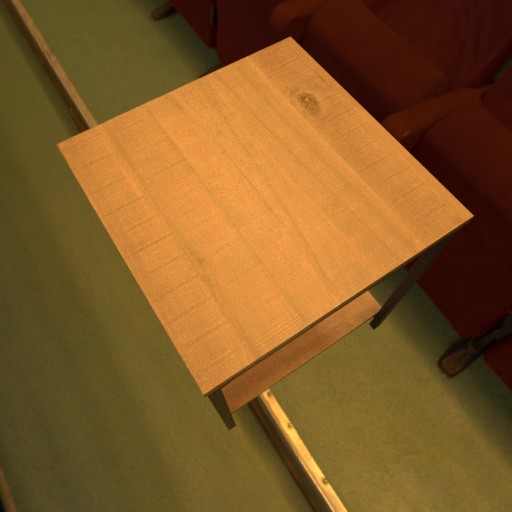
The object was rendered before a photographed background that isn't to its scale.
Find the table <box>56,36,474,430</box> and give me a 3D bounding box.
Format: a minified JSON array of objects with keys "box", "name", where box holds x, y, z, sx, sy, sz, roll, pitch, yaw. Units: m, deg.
[{"box":[0.000,0.000,1.007,0.503,0.589,0.507,-31,68,-14],"name":"table"}]
